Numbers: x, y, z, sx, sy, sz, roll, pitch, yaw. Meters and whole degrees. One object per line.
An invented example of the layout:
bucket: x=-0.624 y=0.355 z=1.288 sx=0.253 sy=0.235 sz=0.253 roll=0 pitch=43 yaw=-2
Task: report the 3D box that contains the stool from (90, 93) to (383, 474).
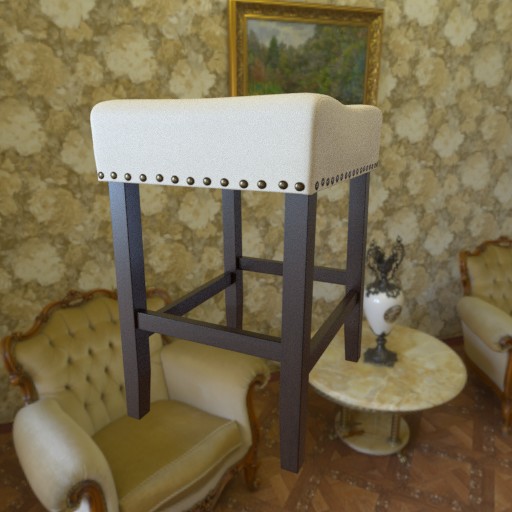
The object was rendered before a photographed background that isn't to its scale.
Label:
stool: x=0.000 y=0.000 z=0.931 sx=0.401 sy=0.609 sz=0.471 roll=7 pitch=18 yaw=25
